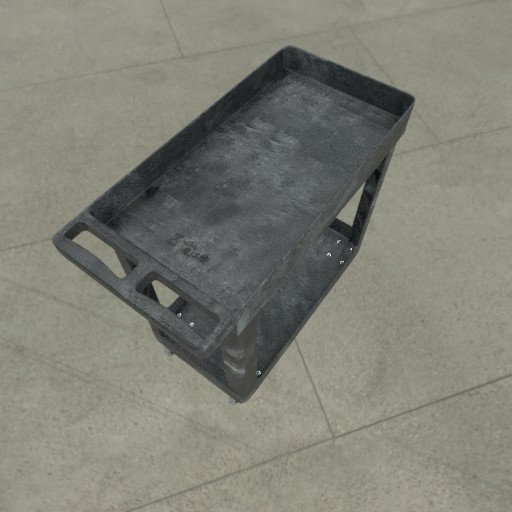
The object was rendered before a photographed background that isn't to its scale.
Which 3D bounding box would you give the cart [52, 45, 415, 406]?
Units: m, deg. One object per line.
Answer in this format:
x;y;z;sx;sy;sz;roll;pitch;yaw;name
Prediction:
0.000;0.000;1.379;0.420;0.824;0.877;32;62;19;cart
